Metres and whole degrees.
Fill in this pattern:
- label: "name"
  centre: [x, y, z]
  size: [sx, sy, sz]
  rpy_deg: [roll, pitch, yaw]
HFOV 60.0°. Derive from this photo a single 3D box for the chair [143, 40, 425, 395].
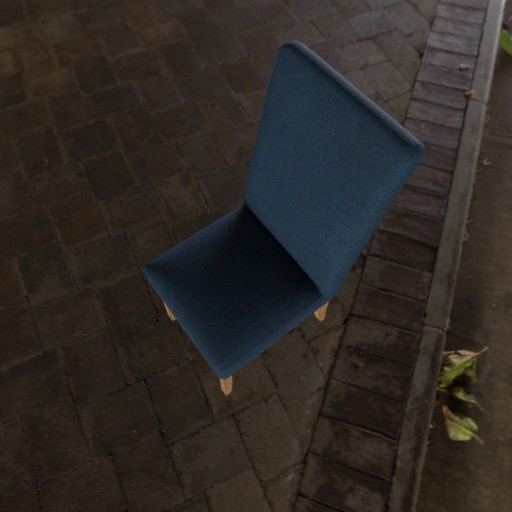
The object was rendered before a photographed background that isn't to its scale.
- label: "chair"
  centre: [0.000, 0.000, 1.391]
  size: [0.610, 1.029, 0.450]
  rpy_deg: [-35, 69, -16]
